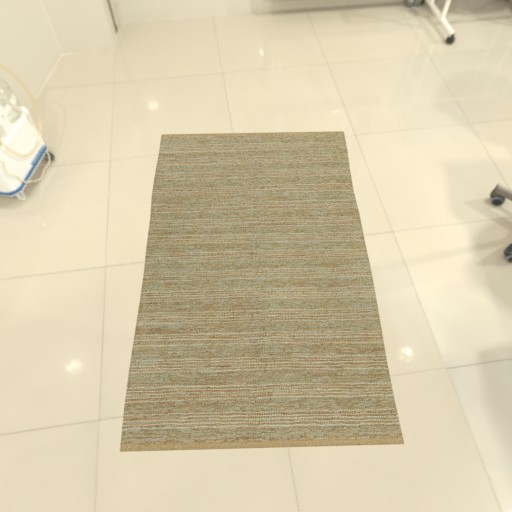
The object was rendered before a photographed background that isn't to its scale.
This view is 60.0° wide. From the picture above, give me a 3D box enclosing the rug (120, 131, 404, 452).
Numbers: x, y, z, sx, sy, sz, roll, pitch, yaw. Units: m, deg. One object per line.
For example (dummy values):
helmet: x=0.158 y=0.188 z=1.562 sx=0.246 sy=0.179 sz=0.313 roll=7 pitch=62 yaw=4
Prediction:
rug: x=0.000 y=0.000 z=3.036 sx=1.540 sy=0.012 sz=2.448 roll=-1 pitch=57 yaw=-1
